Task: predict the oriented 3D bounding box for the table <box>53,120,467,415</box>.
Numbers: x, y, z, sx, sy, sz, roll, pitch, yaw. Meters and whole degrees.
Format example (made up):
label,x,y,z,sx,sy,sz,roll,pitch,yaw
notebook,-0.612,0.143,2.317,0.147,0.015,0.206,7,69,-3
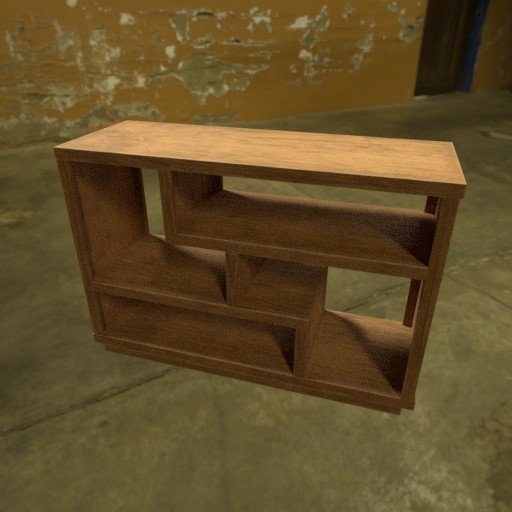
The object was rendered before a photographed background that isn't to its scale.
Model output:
label,x,y,z,sx,sy,sz,roll,pitch,yaw
table,0.000,0.000,1.533,1.151,0.771,0.410,8,29,15
